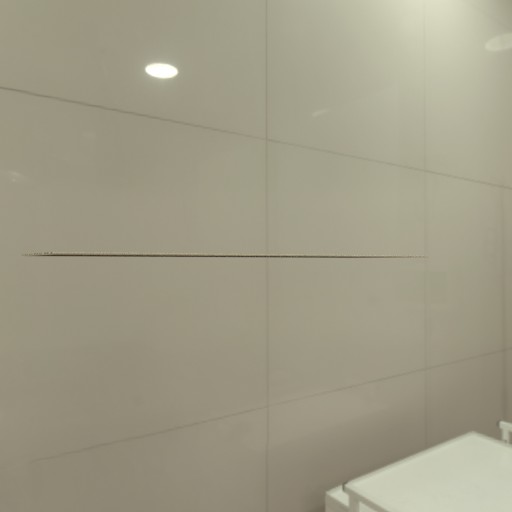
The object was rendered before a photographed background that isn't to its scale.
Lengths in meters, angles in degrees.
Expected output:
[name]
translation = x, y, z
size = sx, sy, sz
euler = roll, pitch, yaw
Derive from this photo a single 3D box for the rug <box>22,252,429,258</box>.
[rug]
translation = 0.000, 0.000, 2.690
size = 2.435, 0.009, 0.750
euler = 0, -1, -36
